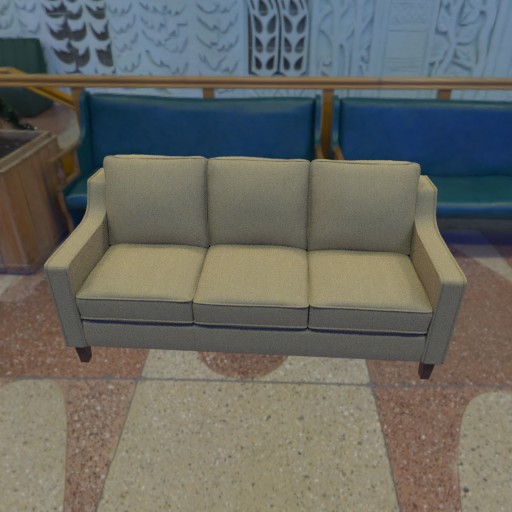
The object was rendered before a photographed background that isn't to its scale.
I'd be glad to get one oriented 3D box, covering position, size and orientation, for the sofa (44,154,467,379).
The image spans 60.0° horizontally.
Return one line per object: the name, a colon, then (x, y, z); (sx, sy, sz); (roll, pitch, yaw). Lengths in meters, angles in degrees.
sofa: (0.000, 0.000, 2.513); (1.986, 0.974, 0.911); (2, 31, 3)
